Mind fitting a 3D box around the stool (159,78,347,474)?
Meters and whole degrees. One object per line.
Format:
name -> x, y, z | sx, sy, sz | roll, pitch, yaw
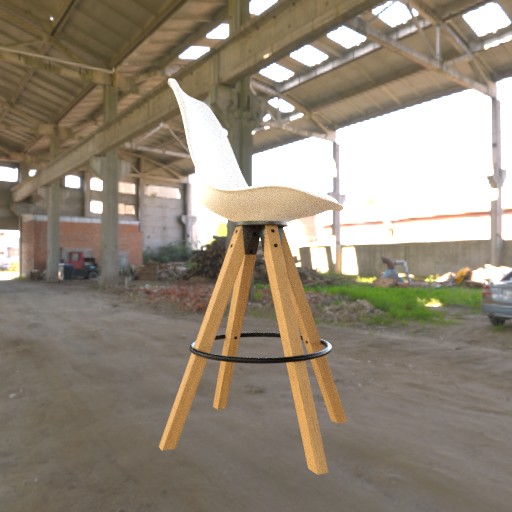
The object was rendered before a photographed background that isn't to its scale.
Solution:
stool -> 0.000, 0.000, 1.403 | 0.549, 1.115, 0.482 | 0, -1, 19
